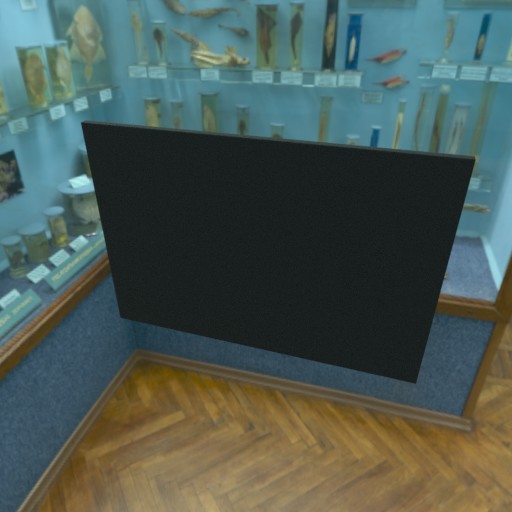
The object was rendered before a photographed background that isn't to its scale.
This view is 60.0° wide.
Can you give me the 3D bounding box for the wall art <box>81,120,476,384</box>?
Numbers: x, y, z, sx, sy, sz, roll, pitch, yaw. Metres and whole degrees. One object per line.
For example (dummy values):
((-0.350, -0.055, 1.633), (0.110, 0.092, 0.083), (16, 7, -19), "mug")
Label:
((0.000, 0.000, 1.218), (0.958, 0.656, 0.026), (10, 33, 15), "wall art")
